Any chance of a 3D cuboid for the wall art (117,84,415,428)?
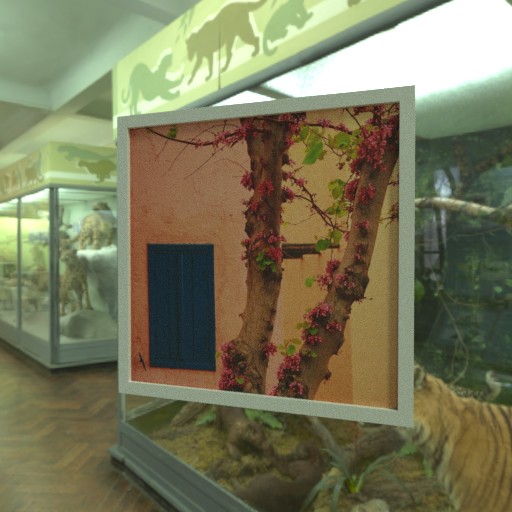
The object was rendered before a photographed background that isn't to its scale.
[{"bbox_3d":[0.000,0.000,0.455,0.305,0.302,0.038,0,1,18],"label":"wall art"}]
